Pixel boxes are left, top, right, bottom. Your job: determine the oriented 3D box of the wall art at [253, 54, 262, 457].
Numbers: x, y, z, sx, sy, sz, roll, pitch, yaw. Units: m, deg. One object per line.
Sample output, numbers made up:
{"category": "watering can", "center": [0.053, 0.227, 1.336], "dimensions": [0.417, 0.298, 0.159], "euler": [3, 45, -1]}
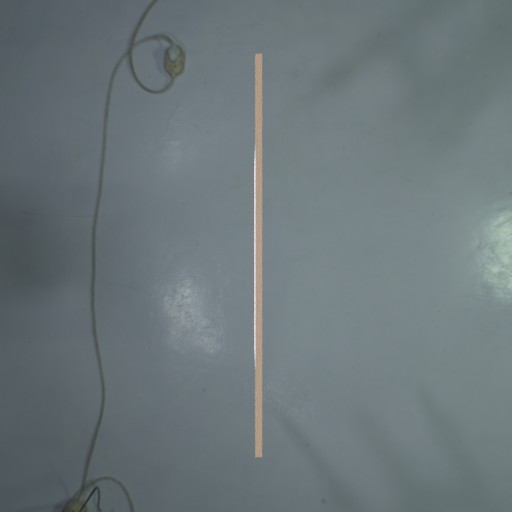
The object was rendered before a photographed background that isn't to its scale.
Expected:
{"category": "wall art", "center": [0.000, 0.000, 1.342], "dimensions": [0.013, 1.016, 0.758], "euler": [0, 90, -1]}
